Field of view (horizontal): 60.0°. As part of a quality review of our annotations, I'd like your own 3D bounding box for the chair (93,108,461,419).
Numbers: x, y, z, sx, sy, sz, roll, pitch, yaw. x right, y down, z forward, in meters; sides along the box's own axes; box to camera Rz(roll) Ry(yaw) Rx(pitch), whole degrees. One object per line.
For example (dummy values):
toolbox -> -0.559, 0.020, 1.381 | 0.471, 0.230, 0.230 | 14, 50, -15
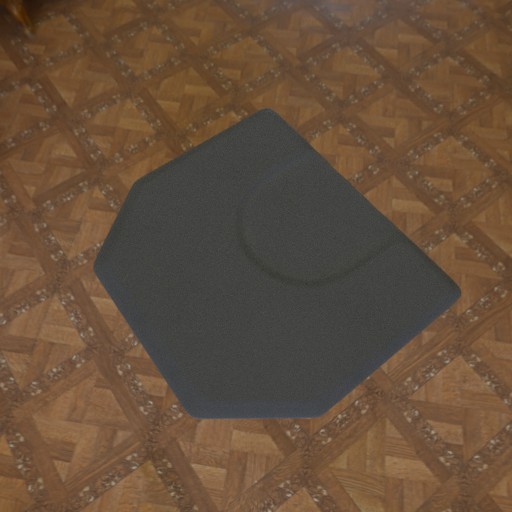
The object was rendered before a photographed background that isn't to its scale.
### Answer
chair -> 0.000, 0.000, 1.967 | 1.219, 0.024, 1.372 | -34, 68, -16
